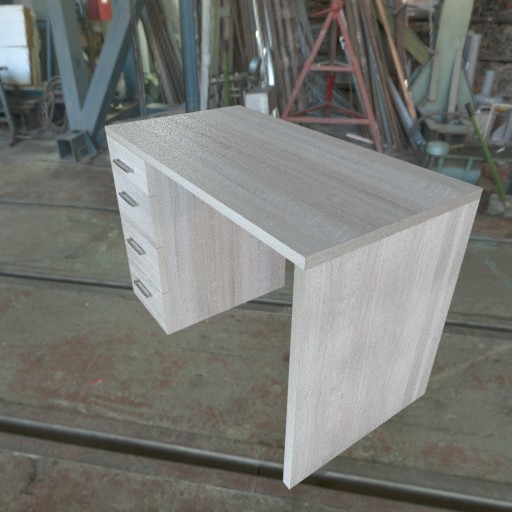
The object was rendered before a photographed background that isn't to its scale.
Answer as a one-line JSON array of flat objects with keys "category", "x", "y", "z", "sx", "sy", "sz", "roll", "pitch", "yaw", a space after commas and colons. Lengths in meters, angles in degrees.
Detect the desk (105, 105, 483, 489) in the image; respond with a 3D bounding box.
[{"category": "desk", "x": 0.000, "y": 0.000, "z": 1.522, "sx": 0.600, "sy": 0.731, "sz": 1.100, "roll": -20, "pitch": 37, "yaw": -29}]
